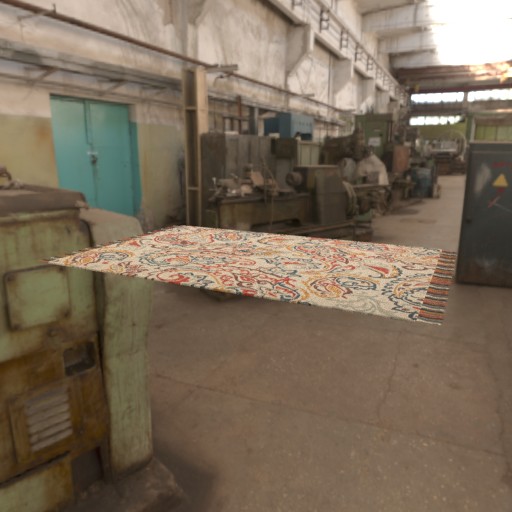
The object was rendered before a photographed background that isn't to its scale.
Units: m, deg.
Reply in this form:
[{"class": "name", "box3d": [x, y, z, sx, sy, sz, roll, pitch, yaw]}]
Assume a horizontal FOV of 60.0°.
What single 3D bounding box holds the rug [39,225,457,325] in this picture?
[{"class": "rug", "box3d": [0.000, 0.000, 2.454, 1.997, 0.010, 1.218, 7, 15, 25]}]
